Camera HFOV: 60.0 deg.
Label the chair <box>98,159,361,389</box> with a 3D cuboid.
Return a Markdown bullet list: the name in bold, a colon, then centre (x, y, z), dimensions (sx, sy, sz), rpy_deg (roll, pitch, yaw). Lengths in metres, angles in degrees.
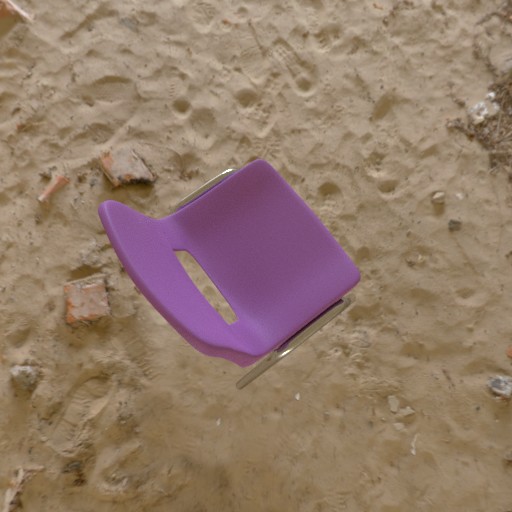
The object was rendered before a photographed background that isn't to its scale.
- **chair**: centre (0.000, 0.000, 0.678), dimensions (0.301, 0.493, 0.291), rpy_deg (-36, 78, -9)
